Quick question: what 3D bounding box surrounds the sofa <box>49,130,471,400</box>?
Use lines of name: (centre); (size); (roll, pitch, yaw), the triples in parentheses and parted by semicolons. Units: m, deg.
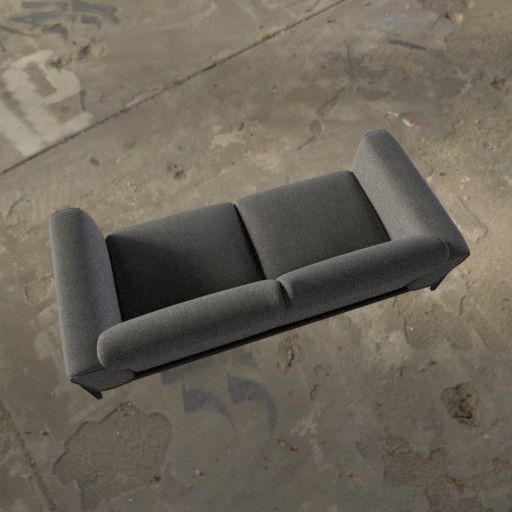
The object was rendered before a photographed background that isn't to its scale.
sofa: (0.000, 0.000, 2.536); (2.125, 0.703, 0.985); (-16, 61, -9)
